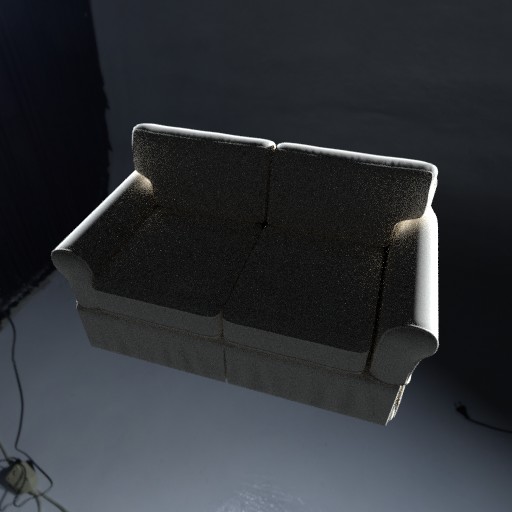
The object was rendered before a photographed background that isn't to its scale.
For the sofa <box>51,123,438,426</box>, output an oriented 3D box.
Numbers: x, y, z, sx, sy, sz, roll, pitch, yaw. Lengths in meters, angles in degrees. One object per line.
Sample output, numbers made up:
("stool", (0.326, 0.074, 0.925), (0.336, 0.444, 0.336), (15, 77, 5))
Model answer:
("sofa", (0.000, 0.000, 2.287), (1.727, 0.940, 0.991), (11, 42, 13))
